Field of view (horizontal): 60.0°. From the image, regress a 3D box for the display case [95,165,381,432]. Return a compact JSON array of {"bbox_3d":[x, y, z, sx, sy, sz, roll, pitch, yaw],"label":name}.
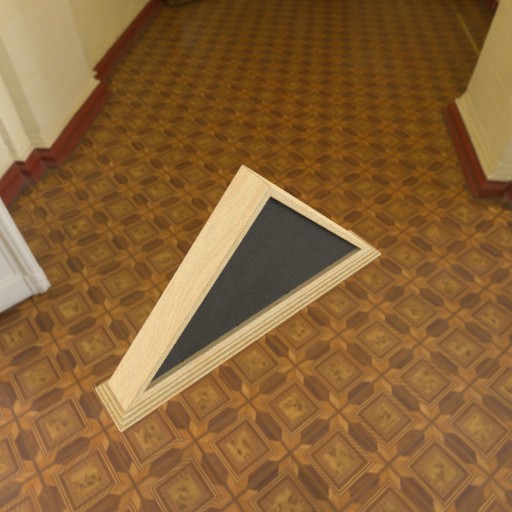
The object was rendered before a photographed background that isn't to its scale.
[{"bbox_3d":[0.000,0.000,0.761,0.640,0.340,0.095,-30,54,-25],"label":"display case"}]
